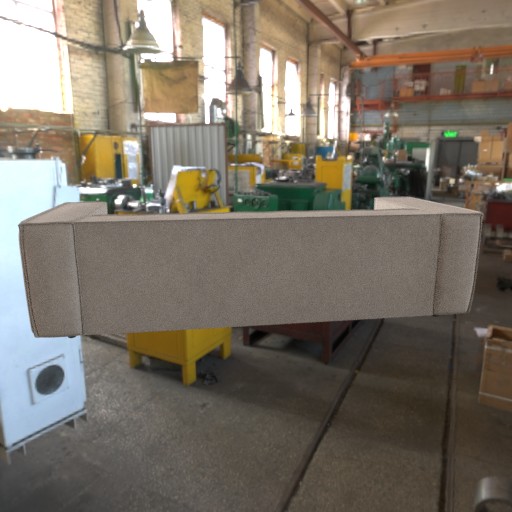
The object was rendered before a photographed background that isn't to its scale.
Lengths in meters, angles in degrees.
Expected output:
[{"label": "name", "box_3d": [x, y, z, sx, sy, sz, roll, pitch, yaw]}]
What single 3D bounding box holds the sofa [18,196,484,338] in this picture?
[{"label": "sofa", "box_3d": [0.000, 0.000, 3.014, 2.697, 0.680, 1.038, -2, 13, -8]}]
